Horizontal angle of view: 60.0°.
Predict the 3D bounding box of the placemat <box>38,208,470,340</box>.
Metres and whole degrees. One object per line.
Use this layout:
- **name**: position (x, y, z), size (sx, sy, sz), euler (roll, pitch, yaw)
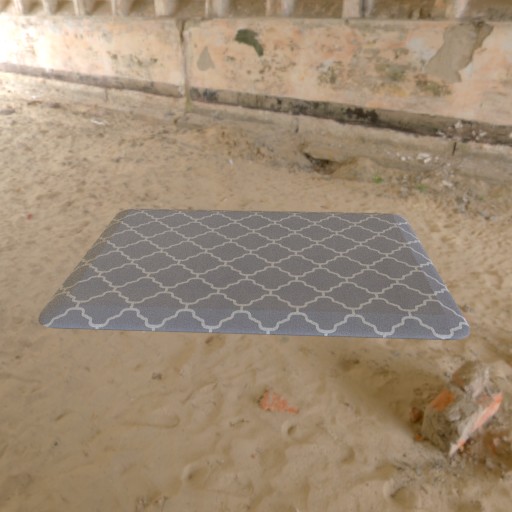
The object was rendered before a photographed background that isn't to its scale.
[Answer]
- **placemat**: position (0.000, 0.000, 0.971), size (0.762, 0.021, 0.508), euler (1, 30, 2)
